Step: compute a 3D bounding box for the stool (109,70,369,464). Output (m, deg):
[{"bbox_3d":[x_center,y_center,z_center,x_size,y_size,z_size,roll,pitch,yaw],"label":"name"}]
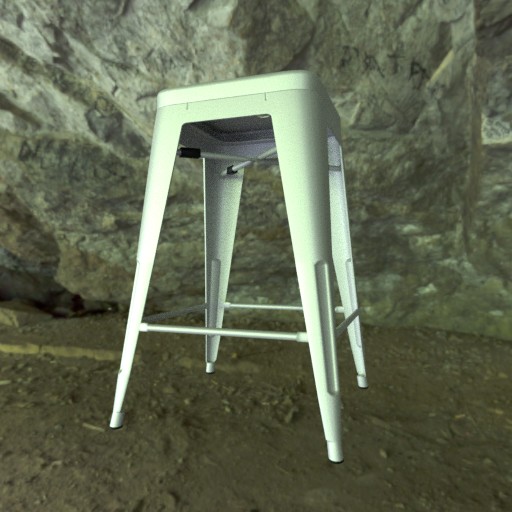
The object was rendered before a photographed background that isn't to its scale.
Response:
[{"bbox_3d":[0.000,0.000,0.901,0.410,0.608,0.410,0,0,19],"label":"stool"}]
